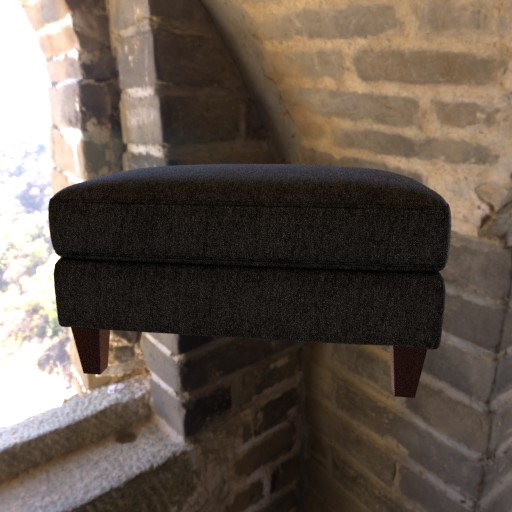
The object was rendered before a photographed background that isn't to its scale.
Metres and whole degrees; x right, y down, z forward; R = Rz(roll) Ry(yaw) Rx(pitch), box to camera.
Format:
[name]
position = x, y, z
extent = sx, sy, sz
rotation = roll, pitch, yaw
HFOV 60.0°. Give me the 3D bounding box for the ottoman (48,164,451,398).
[ottoman]
position = 0.000, 0.000, 1.200
extent = 0.864, 0.483, 0.584
rotation = 2, 15, 8
